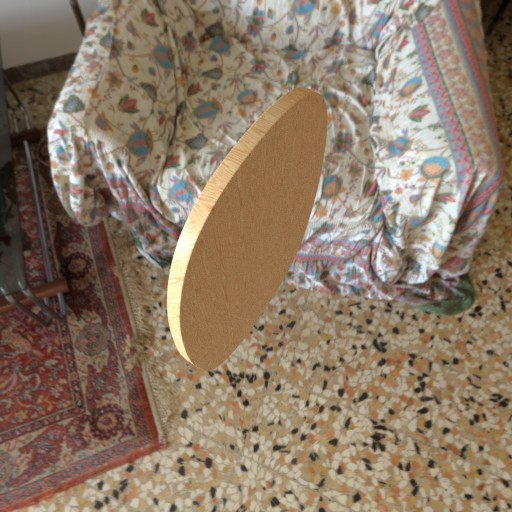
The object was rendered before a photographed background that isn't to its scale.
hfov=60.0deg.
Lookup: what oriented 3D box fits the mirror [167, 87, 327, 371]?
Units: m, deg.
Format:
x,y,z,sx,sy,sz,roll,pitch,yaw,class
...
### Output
x,y,z,sx,sy,sz,roll,pitch,yaw,class
0.000,0.000,1.354,0.037,1.075,0.724,31,67,14,mirror
